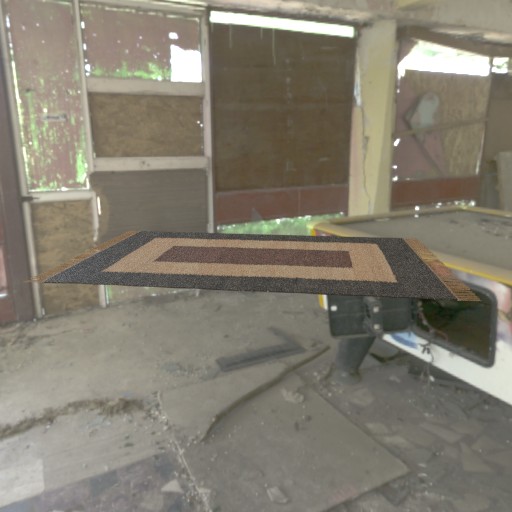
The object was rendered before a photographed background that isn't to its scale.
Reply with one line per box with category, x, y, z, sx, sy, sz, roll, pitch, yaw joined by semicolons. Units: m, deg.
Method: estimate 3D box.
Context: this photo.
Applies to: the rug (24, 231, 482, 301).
rug;0.000;0.000;1.898;1.541;0.013;0.920;2;15;7
